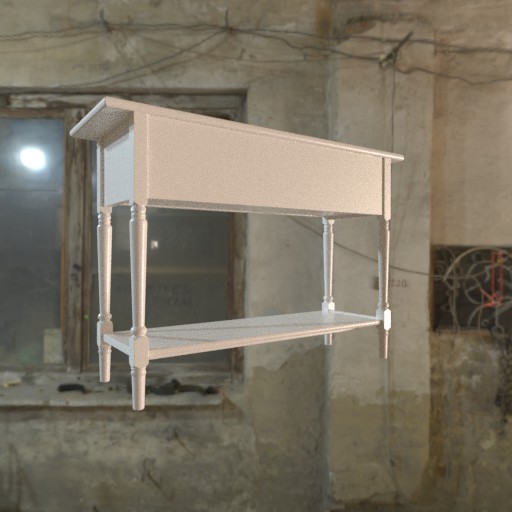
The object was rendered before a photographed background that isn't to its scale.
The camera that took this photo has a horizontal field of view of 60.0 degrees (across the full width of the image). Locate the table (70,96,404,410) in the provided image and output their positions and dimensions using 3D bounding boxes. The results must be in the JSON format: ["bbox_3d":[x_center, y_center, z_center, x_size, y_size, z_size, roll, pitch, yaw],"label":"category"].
[{"bbox_3d":[0.000,0.000,1.609,1.191,0.814,0.386,0,1,-35],"label":"table"}]
